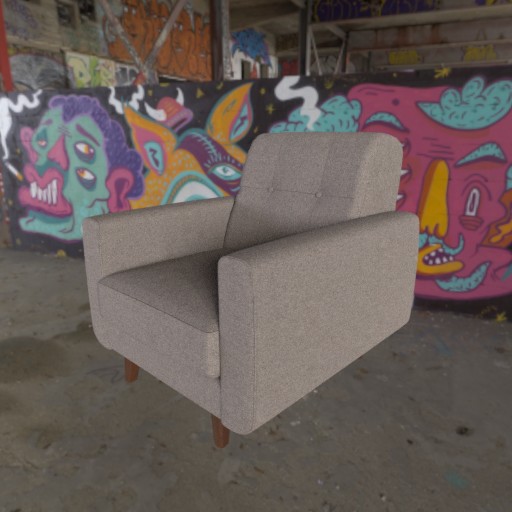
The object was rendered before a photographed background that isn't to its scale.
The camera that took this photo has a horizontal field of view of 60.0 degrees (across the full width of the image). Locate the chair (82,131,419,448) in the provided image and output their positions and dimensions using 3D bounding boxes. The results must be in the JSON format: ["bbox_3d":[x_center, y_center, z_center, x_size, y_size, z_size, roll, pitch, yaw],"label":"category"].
[{"bbox_3d":[0.000,0.000,1.545,0.831,0.839,0.907,14,21,42],"label":"chair"}]
